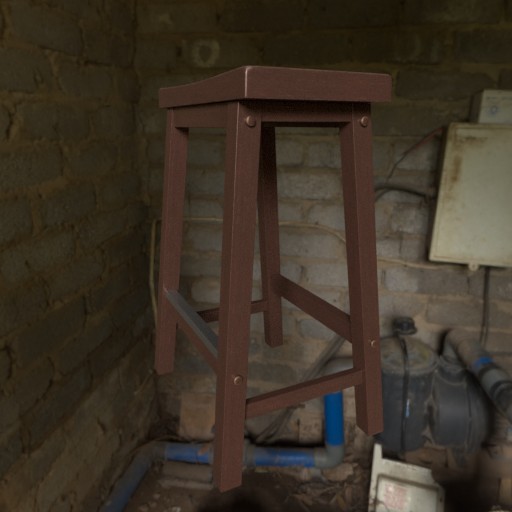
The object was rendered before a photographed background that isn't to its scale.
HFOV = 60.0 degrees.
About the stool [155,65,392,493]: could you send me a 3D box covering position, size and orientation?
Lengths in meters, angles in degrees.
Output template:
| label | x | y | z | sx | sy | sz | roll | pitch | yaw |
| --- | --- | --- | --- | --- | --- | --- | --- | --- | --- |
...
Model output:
| label | x | y | z | sx | sy | sz | roll | pitch | yaw |
| --- | --- | --- | --- | --- | --- | --- | --- | --- | --- |
| stool | 0.000 | 0.000 | 0.834 | 0.322 | 0.610 | 0.406 | -8 | 18 | -25 |
